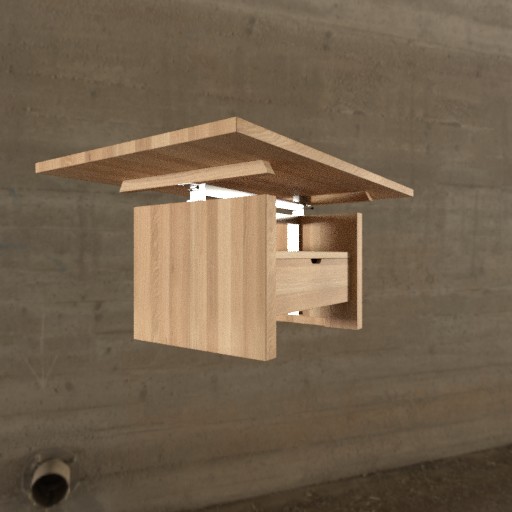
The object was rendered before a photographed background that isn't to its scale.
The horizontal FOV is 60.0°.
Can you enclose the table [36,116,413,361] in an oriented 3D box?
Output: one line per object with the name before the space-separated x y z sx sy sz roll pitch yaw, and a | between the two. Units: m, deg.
table | 0.000 0.000 1.458 0.700 0.510 1.100 0 0 36
